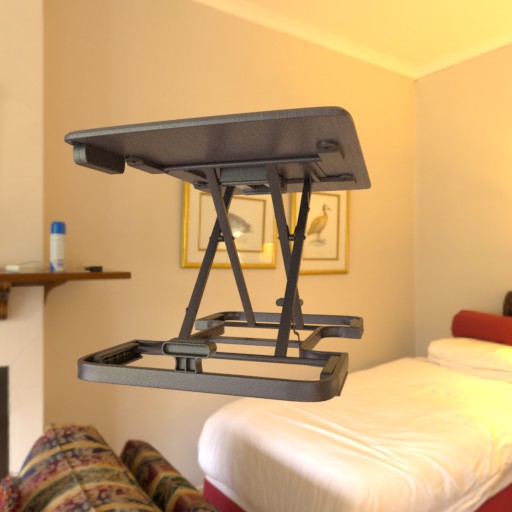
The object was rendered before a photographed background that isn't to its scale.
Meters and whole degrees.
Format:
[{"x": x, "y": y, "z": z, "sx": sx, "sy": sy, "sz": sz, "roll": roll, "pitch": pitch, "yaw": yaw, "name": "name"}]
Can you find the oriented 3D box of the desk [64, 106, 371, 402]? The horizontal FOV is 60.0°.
[{"x": 0.000, "y": 0.000, "z": 1.141, "sx": 0.546, "sy": 0.470, "sz": 0.820, "roll": 0, "pitch": 0, "yaw": 17, "name": "desk"}]
